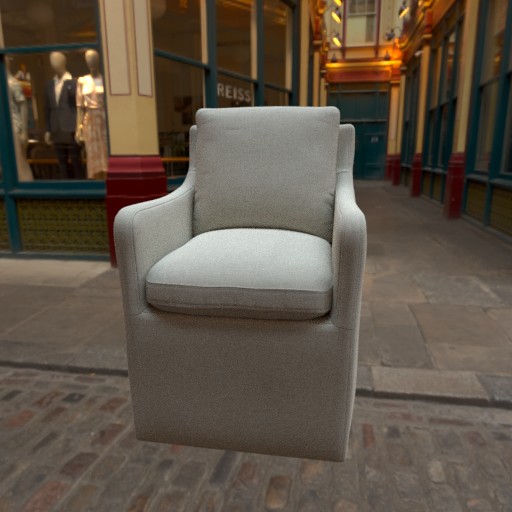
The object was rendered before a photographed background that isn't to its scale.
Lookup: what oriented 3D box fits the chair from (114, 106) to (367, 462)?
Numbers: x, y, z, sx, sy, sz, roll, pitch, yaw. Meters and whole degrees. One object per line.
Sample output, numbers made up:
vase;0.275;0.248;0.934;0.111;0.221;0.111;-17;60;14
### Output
chair;0.000;0.000;1.371;0.626;0.914;0.694;2;14;9
